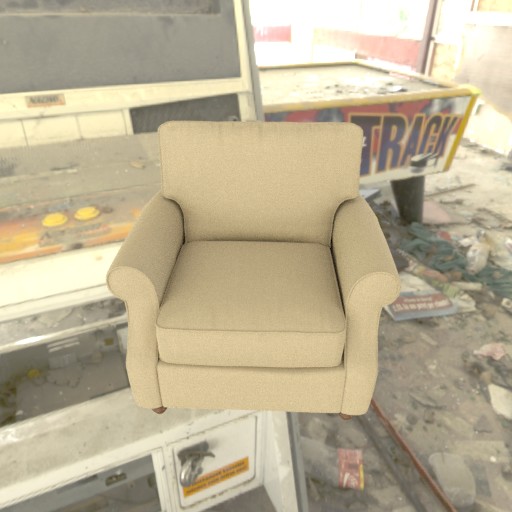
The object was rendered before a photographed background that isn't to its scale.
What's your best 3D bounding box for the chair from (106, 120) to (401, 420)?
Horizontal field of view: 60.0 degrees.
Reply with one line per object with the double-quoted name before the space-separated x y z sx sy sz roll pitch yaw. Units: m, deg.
"chair" 0.000 0.000 1.836 1.029 0.967 0.966 1 30 2
